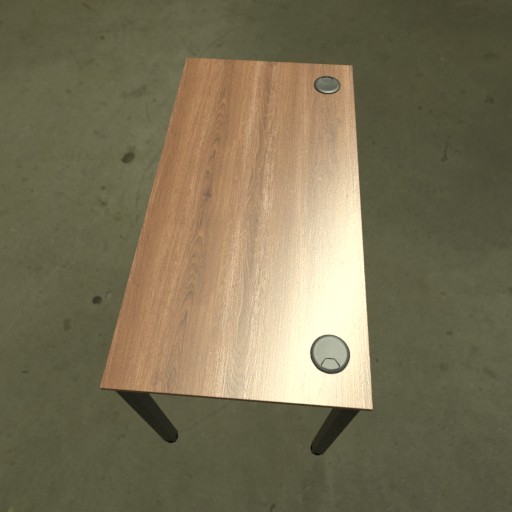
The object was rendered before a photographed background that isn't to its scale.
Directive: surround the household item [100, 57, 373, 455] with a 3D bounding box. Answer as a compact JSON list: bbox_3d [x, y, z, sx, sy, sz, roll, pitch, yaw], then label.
[{"bbox_3d":[0.000,0.000,1.598,0.600,0.750,1.200,4,58,2],"label":"household item"}]
